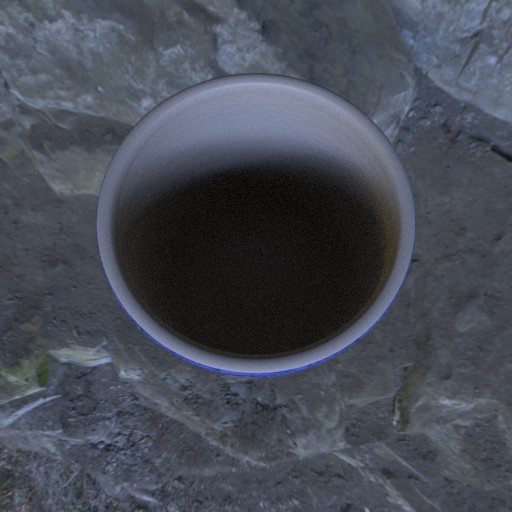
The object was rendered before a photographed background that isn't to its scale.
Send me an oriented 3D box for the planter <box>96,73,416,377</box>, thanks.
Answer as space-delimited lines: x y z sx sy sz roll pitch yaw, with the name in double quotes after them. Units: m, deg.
0.000 0.000 0.349 0.184 0.206 0.184 0 75 0 "planter"
